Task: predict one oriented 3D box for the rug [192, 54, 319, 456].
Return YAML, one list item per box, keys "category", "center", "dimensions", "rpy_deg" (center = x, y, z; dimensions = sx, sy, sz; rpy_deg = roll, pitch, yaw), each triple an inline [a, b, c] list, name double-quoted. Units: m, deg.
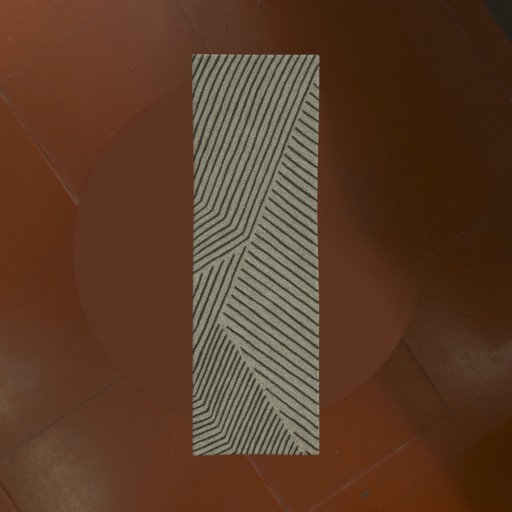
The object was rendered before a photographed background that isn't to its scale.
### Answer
- category: "rug"
  center: [0.000, 0.000, 2.696]
  dimensions: [0.773, 0.020, 2.439]
  rpy_deg: [0, 91, -1]
